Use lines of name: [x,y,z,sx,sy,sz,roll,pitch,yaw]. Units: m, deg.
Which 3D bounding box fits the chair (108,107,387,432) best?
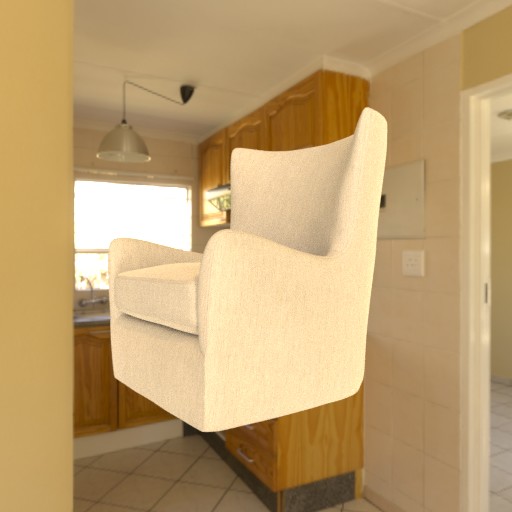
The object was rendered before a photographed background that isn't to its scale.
chair: [0.000,0.000,1.666,0.904,1.000,0.779,0,1,-38]
